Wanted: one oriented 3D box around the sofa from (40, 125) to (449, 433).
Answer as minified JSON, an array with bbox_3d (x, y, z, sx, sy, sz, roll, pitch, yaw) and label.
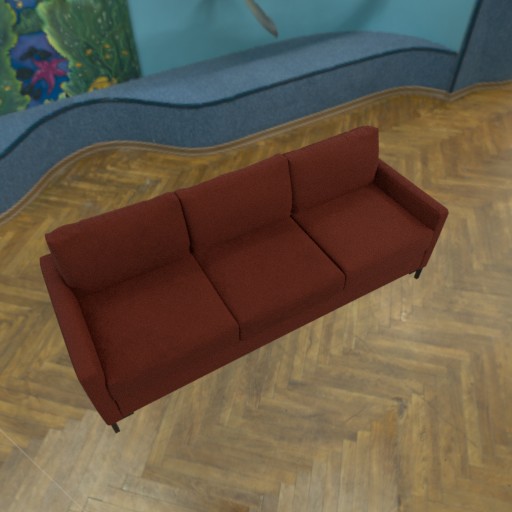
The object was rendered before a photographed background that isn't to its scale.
[{"bbox_3d":[0.000,0.000,2.650,2.252,0.879,0.875,-23,51,-20],"label":"sofa"}]
